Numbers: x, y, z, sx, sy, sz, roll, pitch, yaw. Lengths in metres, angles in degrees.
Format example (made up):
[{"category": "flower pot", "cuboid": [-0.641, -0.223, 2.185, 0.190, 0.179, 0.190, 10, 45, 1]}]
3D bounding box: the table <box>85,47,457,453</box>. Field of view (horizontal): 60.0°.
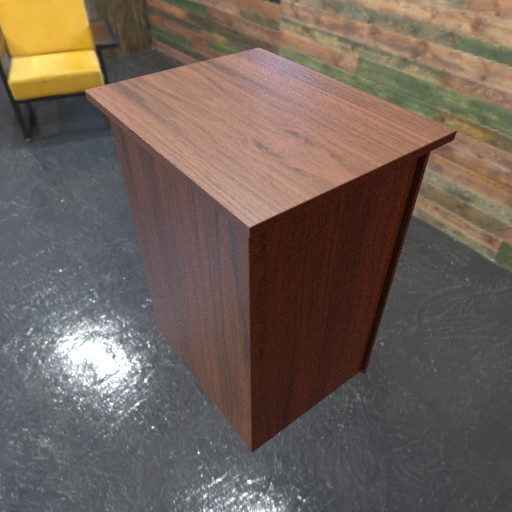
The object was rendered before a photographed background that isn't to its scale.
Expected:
[{"category": "table", "cuboid": [0.000, 0.000, 0.923, 0.381, 0.636, 0.480, -27, 49, -27]}]
